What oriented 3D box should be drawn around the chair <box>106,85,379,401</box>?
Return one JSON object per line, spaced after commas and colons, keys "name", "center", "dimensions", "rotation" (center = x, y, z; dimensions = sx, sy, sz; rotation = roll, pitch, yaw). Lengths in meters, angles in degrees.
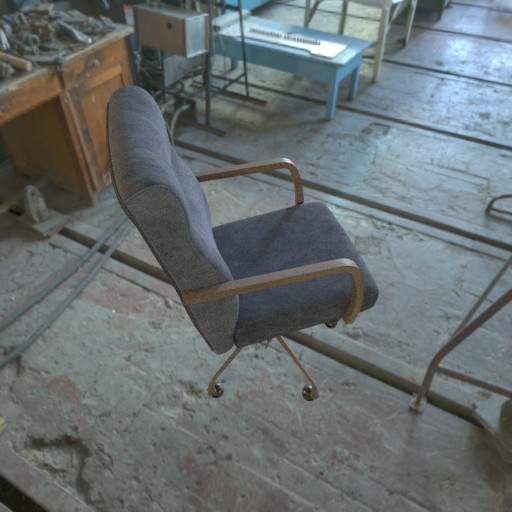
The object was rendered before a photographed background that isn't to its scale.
{"name": "chair", "center": [0.000, 0.000, 1.459], "dimensions": [0.741, 1.029, 0.640], "rotation": [-12, 46, -11]}
